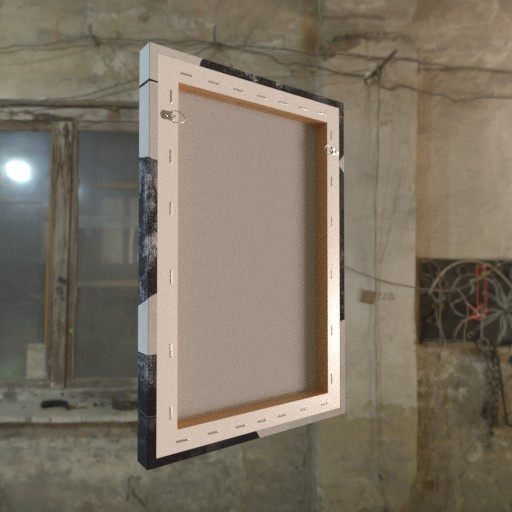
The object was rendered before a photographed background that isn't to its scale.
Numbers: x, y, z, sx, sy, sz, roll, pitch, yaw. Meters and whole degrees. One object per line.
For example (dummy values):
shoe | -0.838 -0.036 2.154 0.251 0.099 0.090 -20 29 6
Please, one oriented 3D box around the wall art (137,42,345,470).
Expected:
wall art | 0.000 0.000 0.765 0.407 0.610 0.039 1 -1 -36
